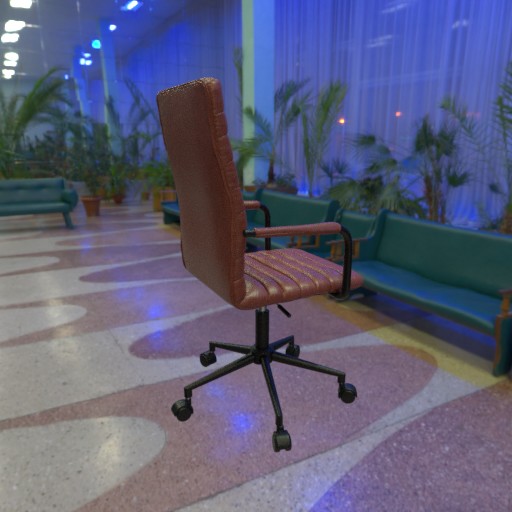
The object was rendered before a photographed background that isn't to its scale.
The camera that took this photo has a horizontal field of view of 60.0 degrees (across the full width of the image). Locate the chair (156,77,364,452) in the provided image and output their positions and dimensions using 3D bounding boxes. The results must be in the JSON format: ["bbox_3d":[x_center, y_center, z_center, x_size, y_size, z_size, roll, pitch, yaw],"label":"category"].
[{"bbox_3d":[0.000,0.000,1.372,0.580,0.979,0.608,-8,17,-26],"label":"chair"}]
